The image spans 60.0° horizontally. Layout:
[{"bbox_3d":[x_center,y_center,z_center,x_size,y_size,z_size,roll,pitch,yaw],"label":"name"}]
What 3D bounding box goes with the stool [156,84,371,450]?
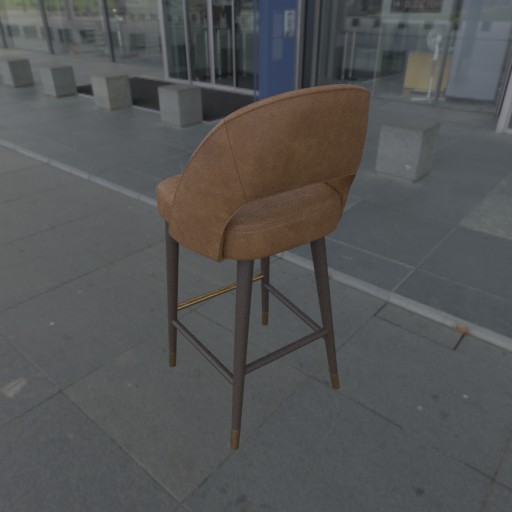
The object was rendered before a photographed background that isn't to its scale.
[{"bbox_3d":[0.000,0.000,1.343,0.494,1.037,0.509,-19,35,-30],"label":"stool"}]
